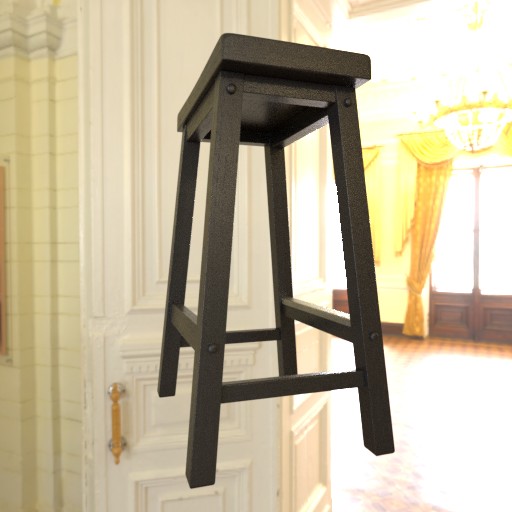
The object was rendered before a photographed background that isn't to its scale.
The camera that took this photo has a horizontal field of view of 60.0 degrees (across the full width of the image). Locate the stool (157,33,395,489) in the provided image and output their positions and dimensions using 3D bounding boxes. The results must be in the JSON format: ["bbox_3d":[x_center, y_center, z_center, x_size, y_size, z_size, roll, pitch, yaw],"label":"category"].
[{"bbox_3d":[0.000,0.000,0.824,0.322,0.610,0.406,-1,2,-19],"label":"stool"}]
